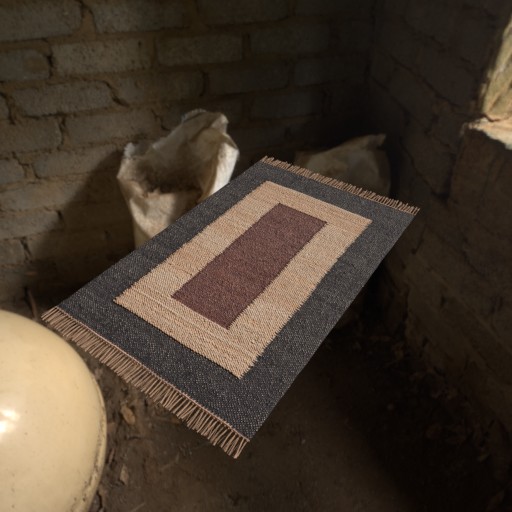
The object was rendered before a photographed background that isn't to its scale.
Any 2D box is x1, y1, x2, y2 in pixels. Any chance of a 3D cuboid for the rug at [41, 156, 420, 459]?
[{"bbox_3d":[0.000,0.000,2.555,1.224,0.027,2.021,25,47,26],"label":"rug"}]
